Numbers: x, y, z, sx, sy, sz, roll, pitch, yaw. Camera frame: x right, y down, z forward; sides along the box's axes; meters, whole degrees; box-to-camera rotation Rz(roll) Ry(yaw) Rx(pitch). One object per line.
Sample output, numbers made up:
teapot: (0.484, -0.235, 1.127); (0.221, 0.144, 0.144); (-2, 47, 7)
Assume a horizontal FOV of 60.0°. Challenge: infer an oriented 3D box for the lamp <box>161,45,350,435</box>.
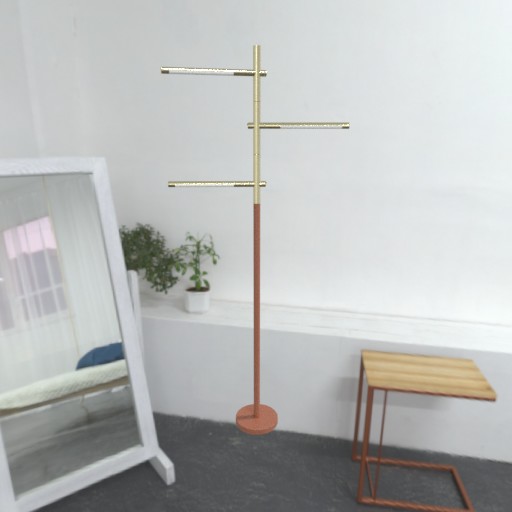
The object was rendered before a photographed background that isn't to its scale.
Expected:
lamp: (0.000, 0.000, 1.962); (0.737, 1.704, 0.209); (-3, 16, -9)
